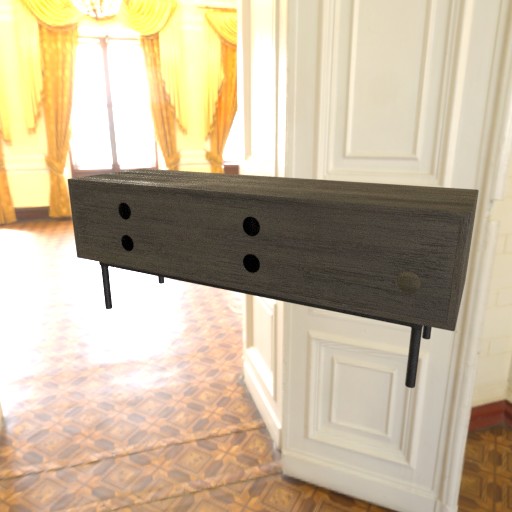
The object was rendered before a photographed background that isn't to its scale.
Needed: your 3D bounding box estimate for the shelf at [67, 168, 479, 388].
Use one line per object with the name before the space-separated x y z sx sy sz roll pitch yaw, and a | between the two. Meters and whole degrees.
shelf | 0.000 0.000 1.521 1.300 0.495 0.400 9 19 26
